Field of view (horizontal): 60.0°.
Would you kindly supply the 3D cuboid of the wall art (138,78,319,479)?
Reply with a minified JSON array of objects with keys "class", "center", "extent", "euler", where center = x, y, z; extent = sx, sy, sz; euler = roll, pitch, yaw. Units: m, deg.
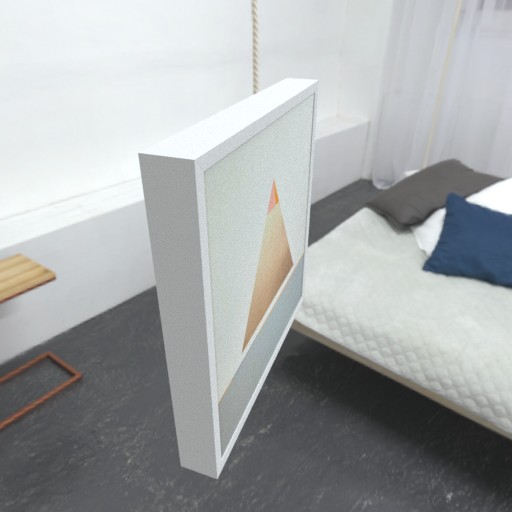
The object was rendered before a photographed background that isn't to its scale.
[{"class":"wall art","center":[0.000,0.000,0.463],"extent":[0.038,0.304,0.305],"euler":[11,32,18]}]
